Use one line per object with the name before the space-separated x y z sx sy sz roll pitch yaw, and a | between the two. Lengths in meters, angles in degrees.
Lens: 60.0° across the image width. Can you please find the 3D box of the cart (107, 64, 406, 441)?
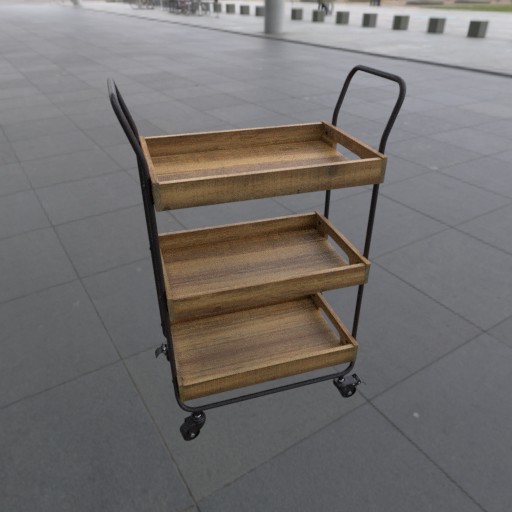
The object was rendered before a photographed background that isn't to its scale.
cart | 0.000 0.000 1.128 0.583 0.857 0.339 -9 33 -15
